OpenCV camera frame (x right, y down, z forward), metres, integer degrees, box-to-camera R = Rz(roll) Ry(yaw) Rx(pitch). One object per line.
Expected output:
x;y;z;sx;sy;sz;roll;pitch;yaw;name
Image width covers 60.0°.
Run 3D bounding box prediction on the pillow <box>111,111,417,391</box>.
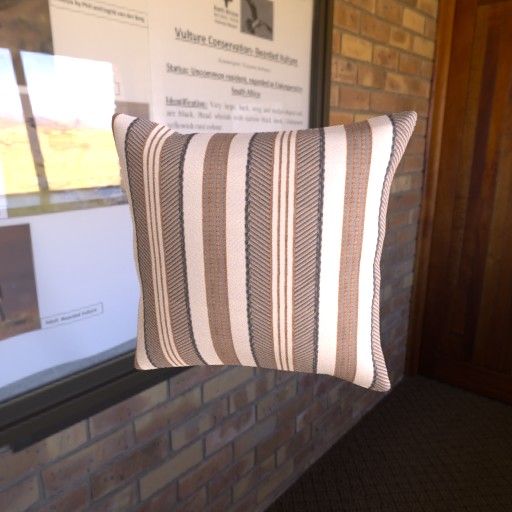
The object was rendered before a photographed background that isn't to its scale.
0.000;0.000;0.646;0.416;0.401;0.173;2;15;9;pillow
